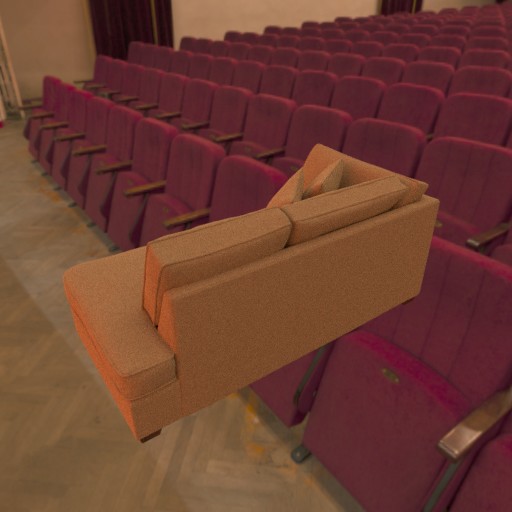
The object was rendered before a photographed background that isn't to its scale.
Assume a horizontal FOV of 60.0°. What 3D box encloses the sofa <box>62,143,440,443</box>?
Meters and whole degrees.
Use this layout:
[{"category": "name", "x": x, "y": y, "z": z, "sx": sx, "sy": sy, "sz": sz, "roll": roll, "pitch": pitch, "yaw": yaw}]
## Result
[{"category": "sofa", "x": 0.000, "y": 0.000, "z": 2.895, "sx": 2.237, "sy": 1.033, "sz": 1.110, "roll": -19, "pitch": 35, "yaw": -30}]
